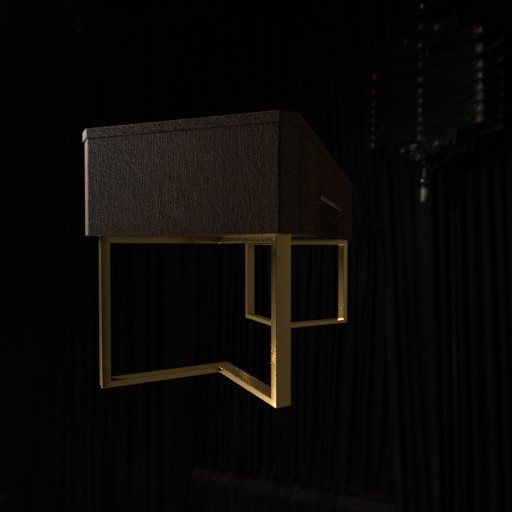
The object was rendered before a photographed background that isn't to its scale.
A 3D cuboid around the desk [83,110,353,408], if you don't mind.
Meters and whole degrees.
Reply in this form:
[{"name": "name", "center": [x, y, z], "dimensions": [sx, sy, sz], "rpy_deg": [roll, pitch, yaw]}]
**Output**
[{"name": "desk", "center": [0.000, 0.000, 1.909], "dimensions": [0.684, 0.762, 1.479], "rpy_deg": [0, 1, 18]}]
